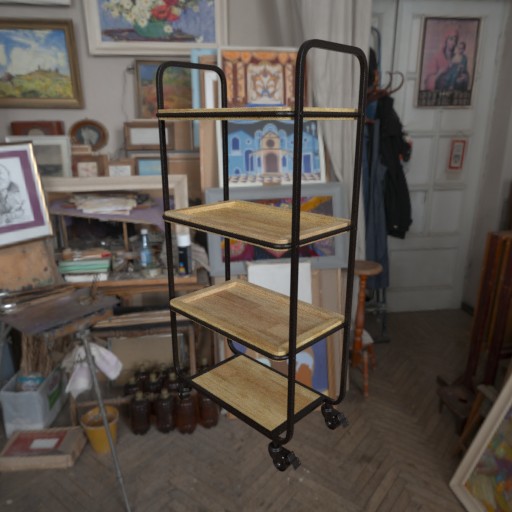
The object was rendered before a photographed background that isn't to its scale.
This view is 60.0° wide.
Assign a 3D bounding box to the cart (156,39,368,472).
[{"bbox_3d":[0.000,0.000,1.295,0.545,1.080,0.321,16,23,42],"label":"cart"}]
